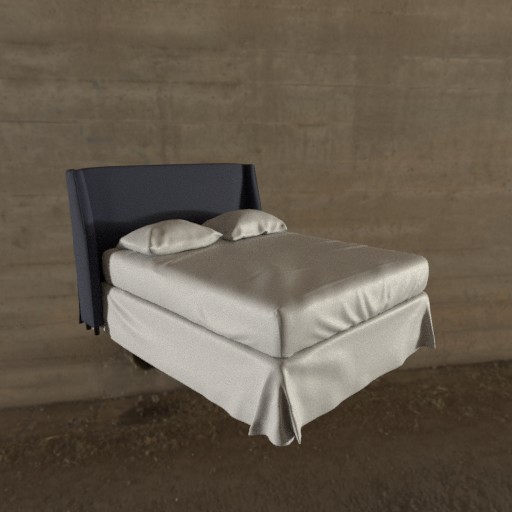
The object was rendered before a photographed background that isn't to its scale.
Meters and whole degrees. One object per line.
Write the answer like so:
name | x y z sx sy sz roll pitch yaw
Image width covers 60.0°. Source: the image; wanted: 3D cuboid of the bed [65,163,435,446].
bed | 0.000 0.000 3.409 1.925 1.332 2.276 -13 19 -43
